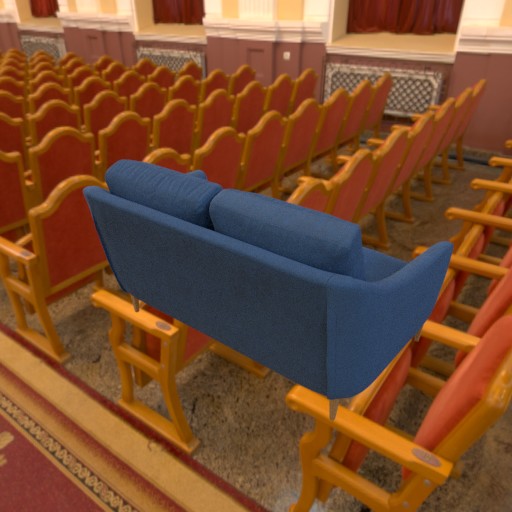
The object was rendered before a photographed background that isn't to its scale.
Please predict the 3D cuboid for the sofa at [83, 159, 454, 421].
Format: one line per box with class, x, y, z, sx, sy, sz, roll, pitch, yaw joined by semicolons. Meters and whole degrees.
sofa;0.000;0.000;2.216;1.619;0.902;0.960;21;36;31
